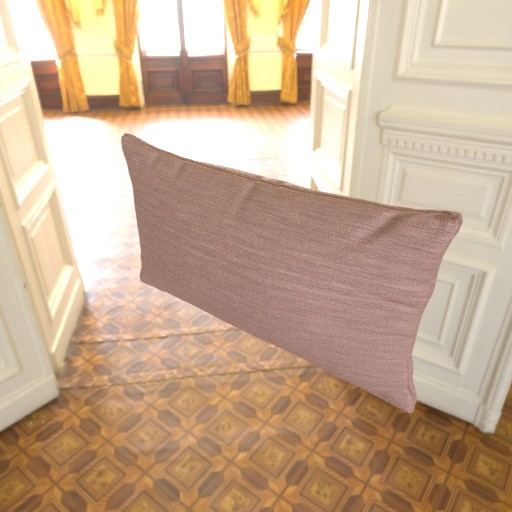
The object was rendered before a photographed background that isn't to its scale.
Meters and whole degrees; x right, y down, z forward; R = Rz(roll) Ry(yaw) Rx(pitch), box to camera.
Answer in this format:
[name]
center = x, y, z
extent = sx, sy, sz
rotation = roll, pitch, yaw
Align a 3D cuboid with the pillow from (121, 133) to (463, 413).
[pillow]
center = 0.000, 0.000, 0.781
extent = 0.633, 0.338, 0.210
rotation = 20, 36, 31
